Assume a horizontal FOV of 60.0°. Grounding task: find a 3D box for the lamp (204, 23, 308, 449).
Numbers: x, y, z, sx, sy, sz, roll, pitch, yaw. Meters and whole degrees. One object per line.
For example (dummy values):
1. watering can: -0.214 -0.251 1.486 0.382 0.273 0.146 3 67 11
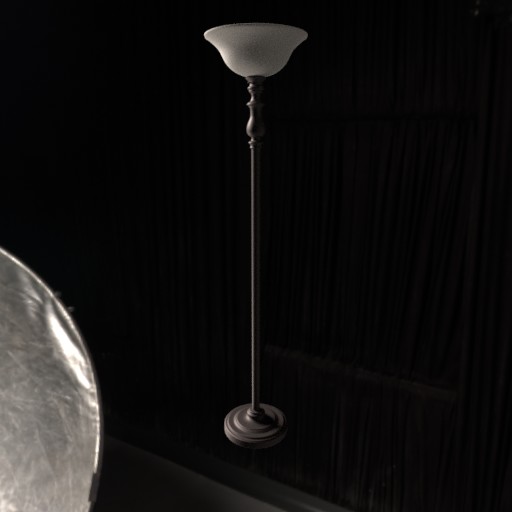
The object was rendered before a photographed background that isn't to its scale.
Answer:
1. lamp: 0.000 0.000 1.980 0.405 1.797 0.405 8 17 26
